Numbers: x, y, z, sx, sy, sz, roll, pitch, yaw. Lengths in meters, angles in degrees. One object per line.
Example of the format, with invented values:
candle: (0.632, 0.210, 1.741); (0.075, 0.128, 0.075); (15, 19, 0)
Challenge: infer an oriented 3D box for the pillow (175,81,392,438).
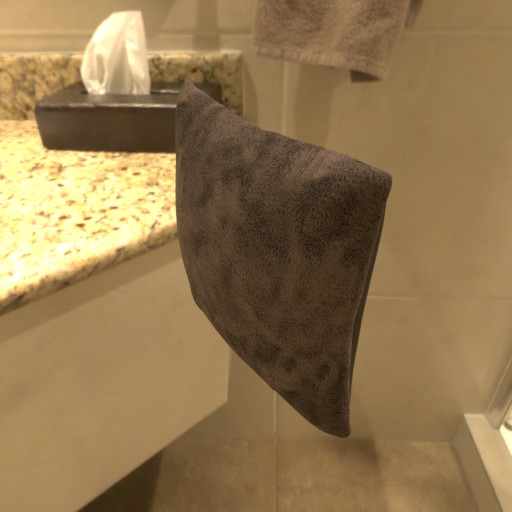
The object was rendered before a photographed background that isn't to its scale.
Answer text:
pillow: (0.000, 0.000, 0.812); (0.204, 0.520, 0.522); (-21, 39, -29)
